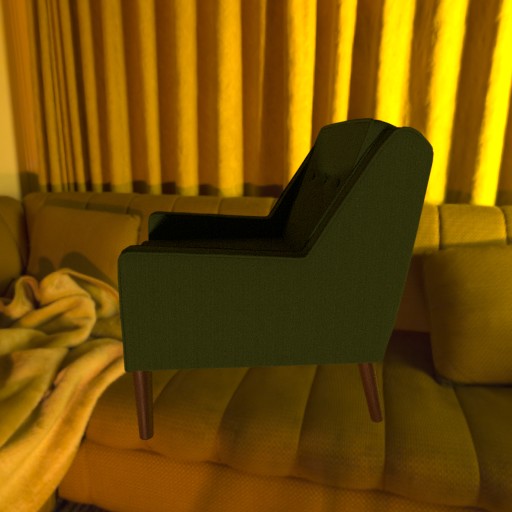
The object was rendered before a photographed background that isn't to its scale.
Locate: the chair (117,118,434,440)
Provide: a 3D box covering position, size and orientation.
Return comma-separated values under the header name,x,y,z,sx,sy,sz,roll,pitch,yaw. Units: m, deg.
name,x,y,z,sx,sy,sz,roll,pitch,yaw
chair,0.000,0.000,1.352,0.743,0.792,0.663,-2,14,-6
